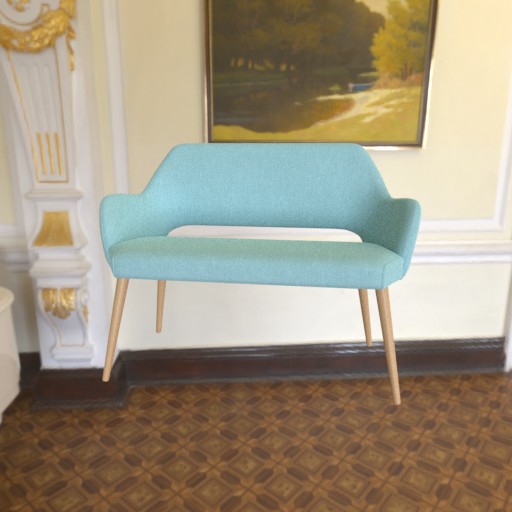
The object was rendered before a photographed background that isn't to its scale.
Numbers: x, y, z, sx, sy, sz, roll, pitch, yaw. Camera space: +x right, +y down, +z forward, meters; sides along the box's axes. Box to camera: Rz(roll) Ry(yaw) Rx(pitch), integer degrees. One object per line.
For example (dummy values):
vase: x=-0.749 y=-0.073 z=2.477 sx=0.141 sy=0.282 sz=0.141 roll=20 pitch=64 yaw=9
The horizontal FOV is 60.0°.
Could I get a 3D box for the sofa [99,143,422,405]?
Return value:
sofa: x=0.000 y=0.000 z=1.693 sx=1.150 sy=0.840 sz=0.610 roll=2 pitch=14 yaw=8
